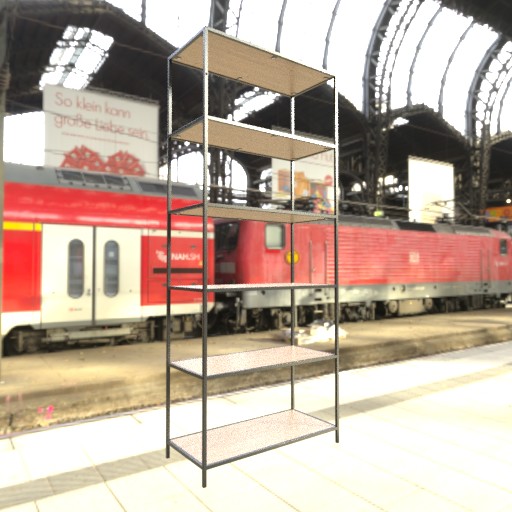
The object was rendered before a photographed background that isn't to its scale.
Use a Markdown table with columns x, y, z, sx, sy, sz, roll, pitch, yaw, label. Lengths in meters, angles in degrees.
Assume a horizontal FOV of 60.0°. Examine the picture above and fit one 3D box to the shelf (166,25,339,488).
| x | y | z | sx | sy | sz | roll | pitch | yaw | label |
| --- | --- | --- | --- | --- | --- | --- | --- | --- | --- |
| 0.000 | 0.000 | 2.139 | 0.770 | 1.850 | 0.350 | 1 | -2 | -36 | shelf |
